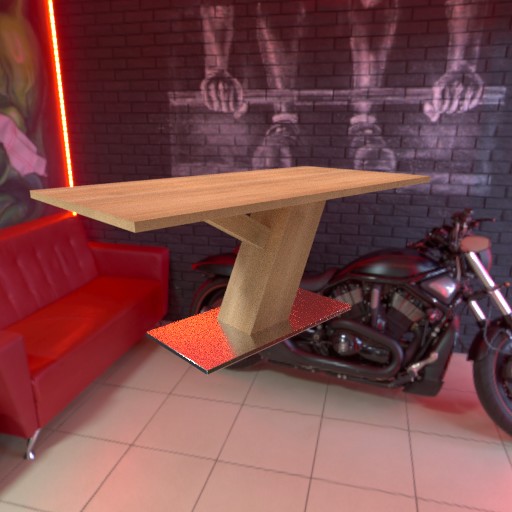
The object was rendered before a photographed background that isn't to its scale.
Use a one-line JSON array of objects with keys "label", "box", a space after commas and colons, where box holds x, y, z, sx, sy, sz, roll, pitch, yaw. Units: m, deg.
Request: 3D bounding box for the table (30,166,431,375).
[{"label": "table", "box": [0.000, 0.000, 2.271, 1.800, 0.750, 0.900, -15, 22, -41]}]
